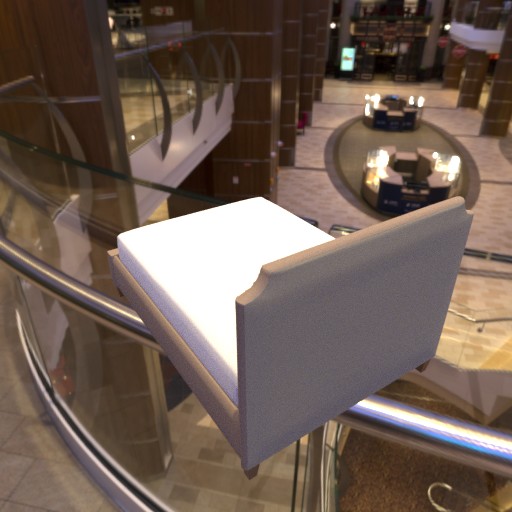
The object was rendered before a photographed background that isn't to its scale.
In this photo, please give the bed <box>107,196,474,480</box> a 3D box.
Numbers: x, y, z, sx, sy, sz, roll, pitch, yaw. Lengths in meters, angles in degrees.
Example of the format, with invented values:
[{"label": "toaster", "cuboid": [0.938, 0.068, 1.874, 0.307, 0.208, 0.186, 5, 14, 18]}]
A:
[{"label": "bed", "cuboid": [0.000, 0.000, 3.446, 1.713, 1.443, 2.372, -19, 35, -29]}]
